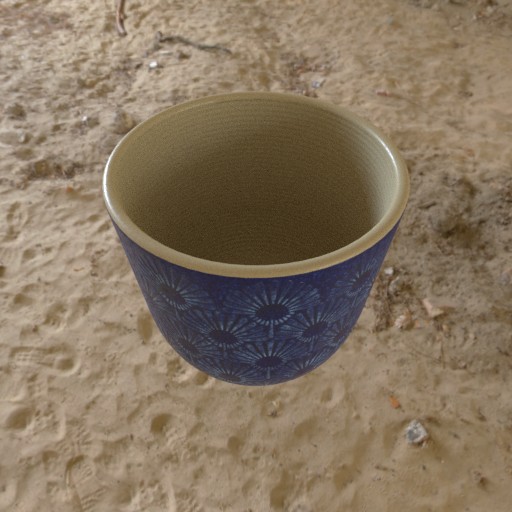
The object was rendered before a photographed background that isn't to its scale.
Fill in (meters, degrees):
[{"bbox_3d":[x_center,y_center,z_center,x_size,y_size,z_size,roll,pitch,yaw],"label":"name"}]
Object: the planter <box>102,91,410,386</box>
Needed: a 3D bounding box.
[{"bbox_3d":[0.000,0.000,0.373,0.206,0.190,0.206,0,47,0],"label":"planter"}]
